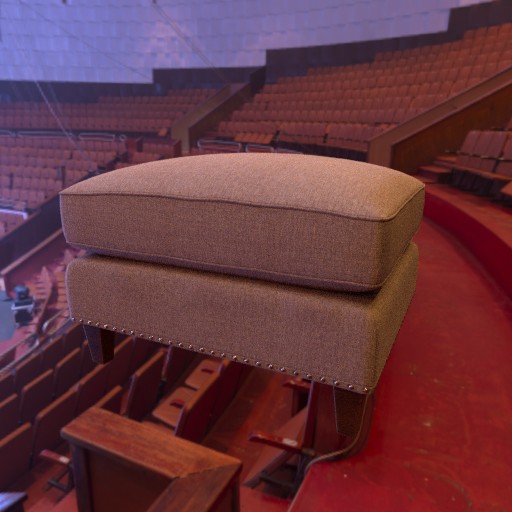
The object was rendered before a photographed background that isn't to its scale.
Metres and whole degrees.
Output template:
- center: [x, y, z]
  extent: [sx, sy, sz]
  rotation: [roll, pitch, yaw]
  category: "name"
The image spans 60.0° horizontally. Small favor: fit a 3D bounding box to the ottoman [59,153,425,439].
- center: [0.000, 0.000, 1.136]
  extent: [0.741, 0.513, 0.584]
  rotation: [7, 17, 25]
  category: "ottoman"
